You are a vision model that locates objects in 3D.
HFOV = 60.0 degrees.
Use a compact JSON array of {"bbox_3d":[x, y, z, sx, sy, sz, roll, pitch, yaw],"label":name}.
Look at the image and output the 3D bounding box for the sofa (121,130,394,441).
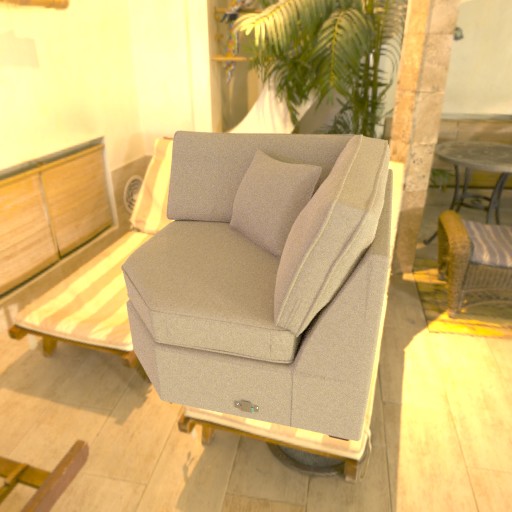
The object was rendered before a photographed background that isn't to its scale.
[{"bbox_3d":[0.000,0.000,1.893,1.050,0.937,1.042,8,28,14],"label":"sofa"}]
